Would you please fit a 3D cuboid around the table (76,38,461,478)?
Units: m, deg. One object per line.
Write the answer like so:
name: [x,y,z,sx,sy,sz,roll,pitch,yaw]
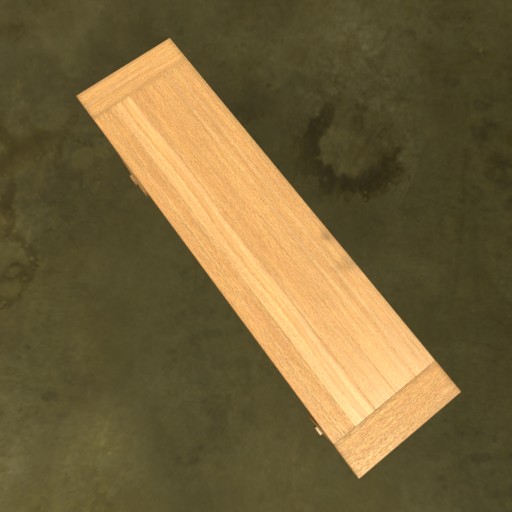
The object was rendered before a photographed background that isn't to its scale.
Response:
table: [0.000,0.000,1.858,0.442,0.762,1.599,-36,79,-8]
